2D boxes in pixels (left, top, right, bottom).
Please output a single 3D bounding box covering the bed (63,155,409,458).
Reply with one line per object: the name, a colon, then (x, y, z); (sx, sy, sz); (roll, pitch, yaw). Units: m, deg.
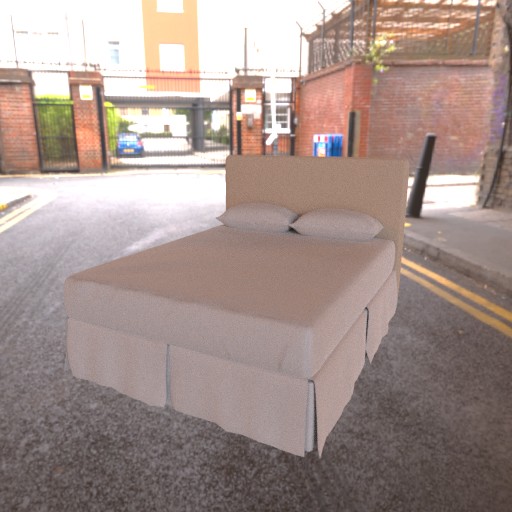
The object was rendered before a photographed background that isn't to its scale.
bed: (0.000, 0.000, 3.193); (1.748, 1.330, 2.142); (8, 17, 26)
